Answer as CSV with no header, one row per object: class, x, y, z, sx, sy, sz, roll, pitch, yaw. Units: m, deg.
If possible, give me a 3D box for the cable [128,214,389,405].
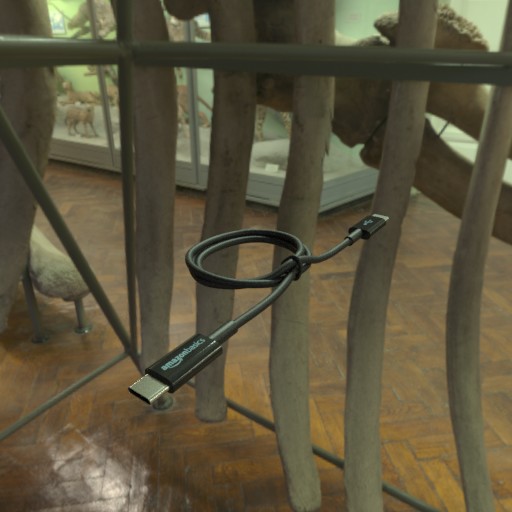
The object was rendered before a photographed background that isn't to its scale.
cable,0.000,0.000,0.231,0.070,0.014,0.203,17,31,32
